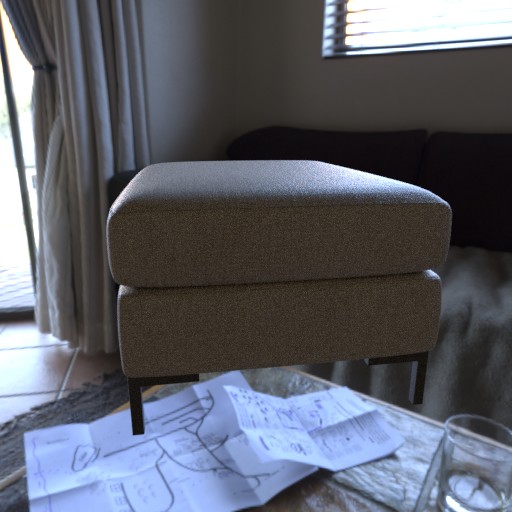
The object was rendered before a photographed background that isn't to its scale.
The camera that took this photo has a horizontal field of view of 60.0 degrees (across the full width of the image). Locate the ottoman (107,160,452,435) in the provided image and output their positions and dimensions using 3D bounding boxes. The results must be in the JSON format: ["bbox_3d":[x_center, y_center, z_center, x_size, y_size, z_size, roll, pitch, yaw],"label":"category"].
[{"bbox_3d":[0.000,0.000,1.220,0.671,0.490,0.820,-3,16,-9],"label":"ottoman"}]
